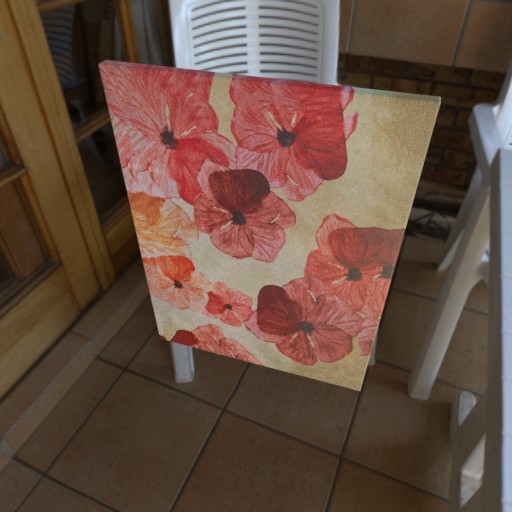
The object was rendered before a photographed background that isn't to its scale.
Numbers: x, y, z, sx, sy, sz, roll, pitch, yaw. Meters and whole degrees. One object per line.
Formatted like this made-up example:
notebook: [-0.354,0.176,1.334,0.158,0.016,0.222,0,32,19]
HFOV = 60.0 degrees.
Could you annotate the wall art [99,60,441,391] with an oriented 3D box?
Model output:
wall art: [0.000,0.000,1.290,0.762,1.015,0.031,12,42,13]
